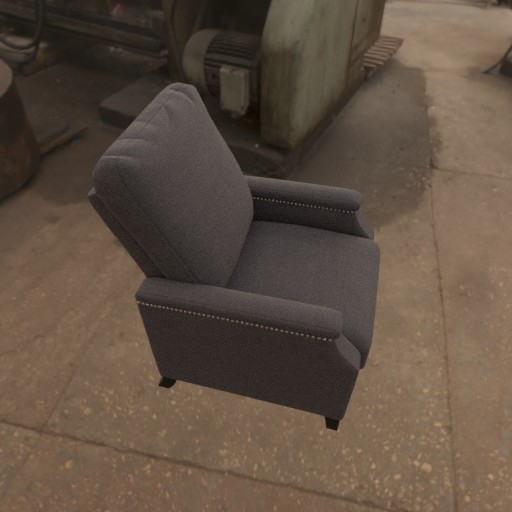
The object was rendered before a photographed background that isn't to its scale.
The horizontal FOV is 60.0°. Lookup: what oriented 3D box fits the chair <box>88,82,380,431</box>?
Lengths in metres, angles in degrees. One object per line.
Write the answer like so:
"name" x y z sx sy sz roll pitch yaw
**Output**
"chair" 0.000 0.000 1.657 0.922 1.049 0.710 11 46 10
